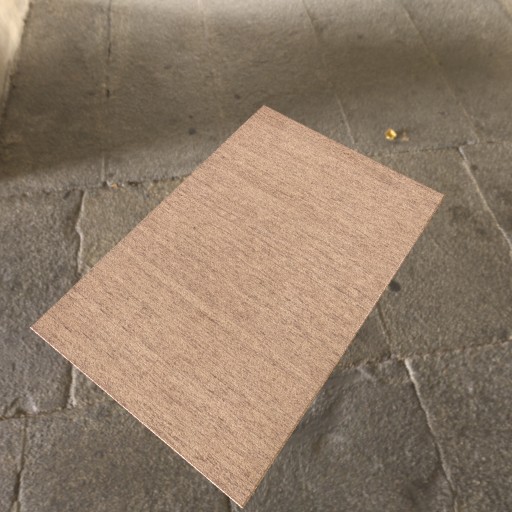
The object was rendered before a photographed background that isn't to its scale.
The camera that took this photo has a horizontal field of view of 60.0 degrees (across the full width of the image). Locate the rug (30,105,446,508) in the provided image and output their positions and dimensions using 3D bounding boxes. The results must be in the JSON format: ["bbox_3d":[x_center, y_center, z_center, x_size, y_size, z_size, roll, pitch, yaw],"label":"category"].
[{"bbox_3d":[0.000,0.000,2.230,1.225,0.013,1.840,32,64,17],"label":"rug"}]
